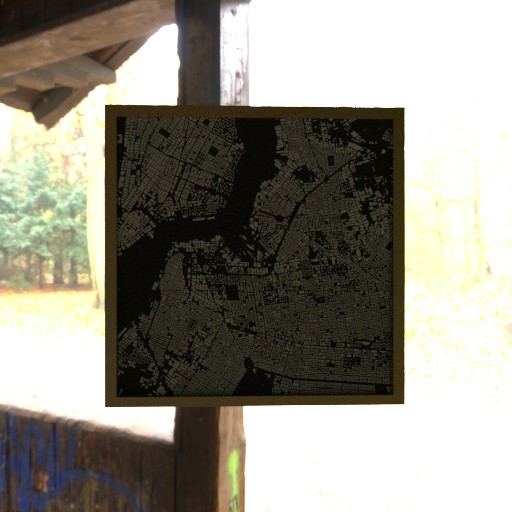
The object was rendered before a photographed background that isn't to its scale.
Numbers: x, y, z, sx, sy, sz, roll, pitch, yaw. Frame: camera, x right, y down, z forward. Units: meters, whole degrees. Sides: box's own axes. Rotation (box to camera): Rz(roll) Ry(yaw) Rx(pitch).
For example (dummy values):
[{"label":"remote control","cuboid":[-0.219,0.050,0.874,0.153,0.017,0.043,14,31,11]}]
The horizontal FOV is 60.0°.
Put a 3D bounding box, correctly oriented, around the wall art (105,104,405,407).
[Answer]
[{"label":"wall art","cuboid":[0.000,0.000,2.891,1.926,1.926,0.099,0,0,-2]}]
